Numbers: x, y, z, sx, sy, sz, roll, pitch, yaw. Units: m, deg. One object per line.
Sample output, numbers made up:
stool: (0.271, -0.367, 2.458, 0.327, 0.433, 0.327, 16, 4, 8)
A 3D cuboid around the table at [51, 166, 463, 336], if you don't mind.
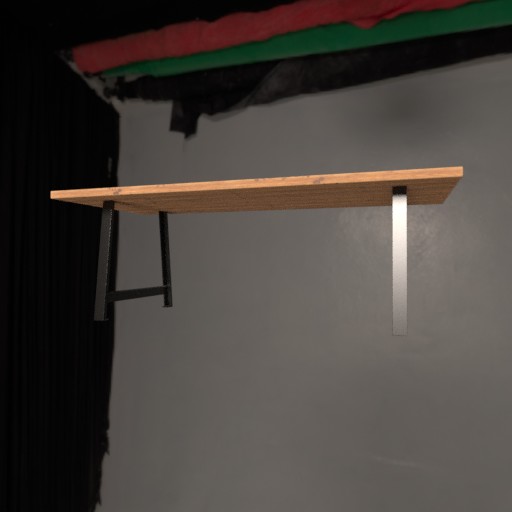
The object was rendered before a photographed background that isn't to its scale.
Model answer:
table: (0.000, 0.000, 2.715, 2.200, 0.757, 1.000, 0, 0, 18)
